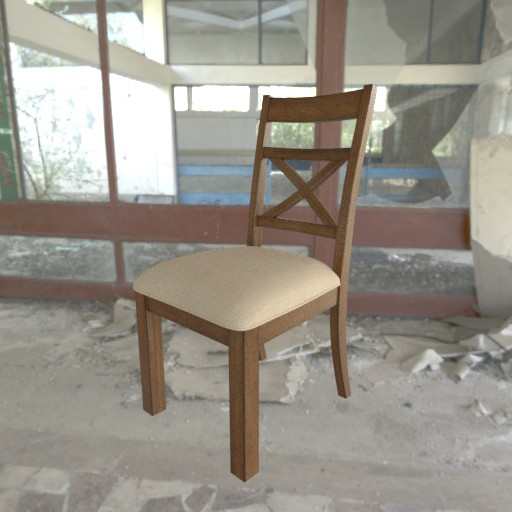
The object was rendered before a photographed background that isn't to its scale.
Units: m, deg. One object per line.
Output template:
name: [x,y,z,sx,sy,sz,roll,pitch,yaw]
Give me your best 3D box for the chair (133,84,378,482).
chair: [0.000,0.000,1.288,0.461,0.949,0.581,13,19,42]
